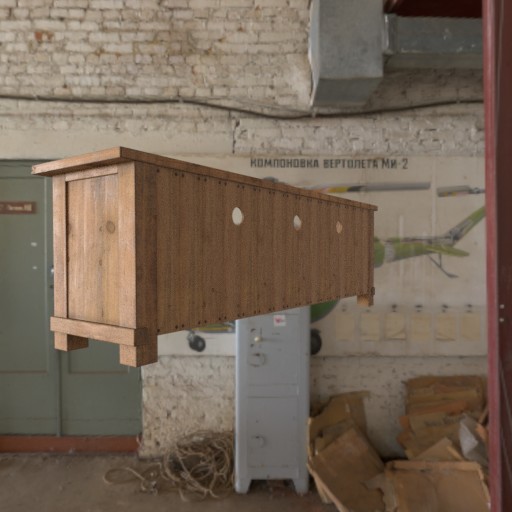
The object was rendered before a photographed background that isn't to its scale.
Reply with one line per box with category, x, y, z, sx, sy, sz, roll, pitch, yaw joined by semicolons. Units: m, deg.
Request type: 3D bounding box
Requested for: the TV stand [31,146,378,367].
TV stand;0.000;0.000;1.983;0.453;0.573;1.804;0;1;36
